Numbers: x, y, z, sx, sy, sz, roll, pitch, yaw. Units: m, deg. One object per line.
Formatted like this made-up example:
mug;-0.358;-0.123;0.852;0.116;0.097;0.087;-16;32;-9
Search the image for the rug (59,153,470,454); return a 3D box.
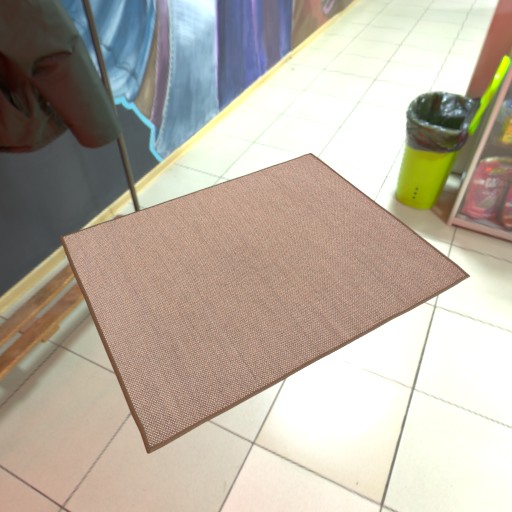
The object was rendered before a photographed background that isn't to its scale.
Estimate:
rug;0.000;0.000;4.116;3.041;0.020;2.413;-23;49;-22
